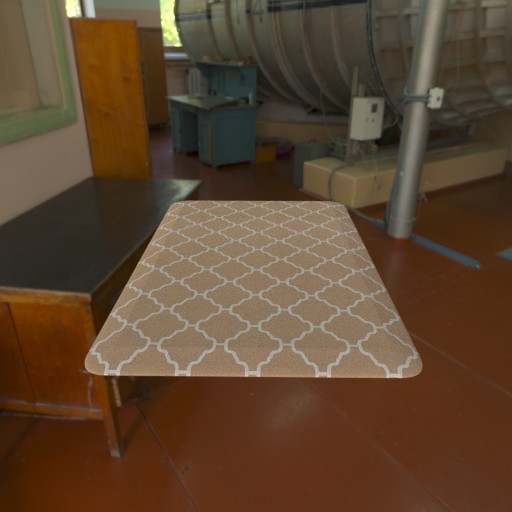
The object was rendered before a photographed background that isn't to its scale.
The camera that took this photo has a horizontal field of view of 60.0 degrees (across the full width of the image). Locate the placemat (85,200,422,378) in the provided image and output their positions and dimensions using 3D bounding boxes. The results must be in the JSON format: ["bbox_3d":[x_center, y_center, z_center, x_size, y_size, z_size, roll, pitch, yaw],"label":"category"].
[{"bbox_3d":[0.000,0.000,0.976,0.508,0.021,0.762,0,26,1],"label":"placemat"}]
